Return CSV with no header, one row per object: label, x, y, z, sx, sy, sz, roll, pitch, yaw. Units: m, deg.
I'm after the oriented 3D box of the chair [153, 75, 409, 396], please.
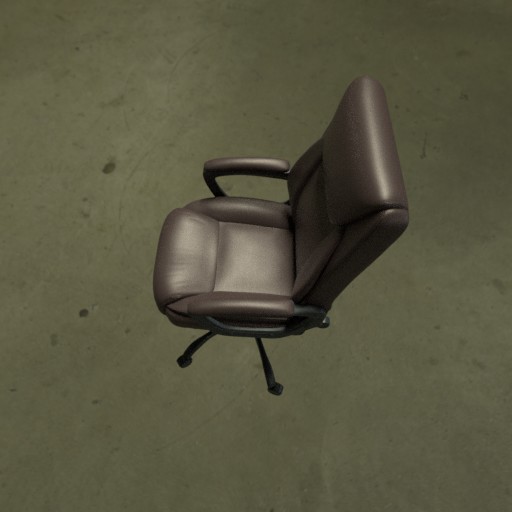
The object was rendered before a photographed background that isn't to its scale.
chair,0.000,0.000,1.442,0.655,1.072,0.615,1,57,1
